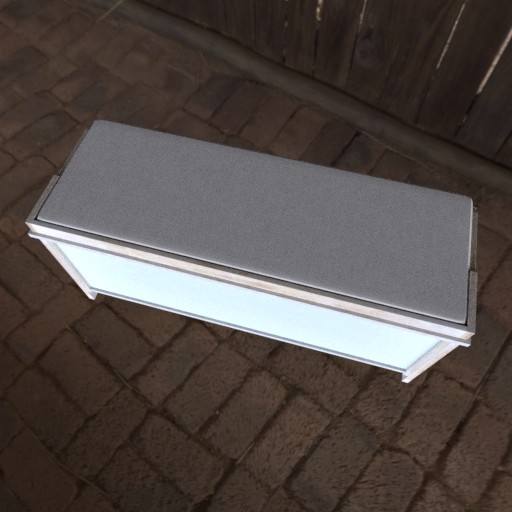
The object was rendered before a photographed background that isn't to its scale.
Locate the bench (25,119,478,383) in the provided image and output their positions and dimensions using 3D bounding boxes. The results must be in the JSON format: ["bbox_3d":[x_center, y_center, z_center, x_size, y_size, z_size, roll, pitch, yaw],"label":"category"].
[{"bbox_3d":[0.000,0.000,1.367,1.140,0.501,0.398,14,63,7],"label":"bench"}]
